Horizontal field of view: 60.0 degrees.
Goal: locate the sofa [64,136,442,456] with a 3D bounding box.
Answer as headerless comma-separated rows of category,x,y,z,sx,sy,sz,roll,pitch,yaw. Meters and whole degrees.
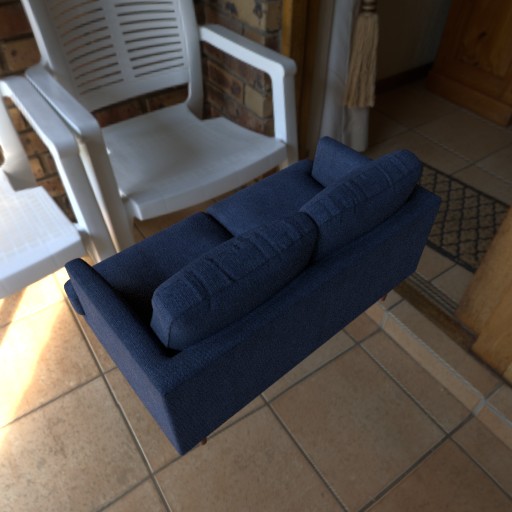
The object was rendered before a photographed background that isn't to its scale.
sofa,0.000,0.000,2.128,1.582,0.944,0.903,-31,53,-27
